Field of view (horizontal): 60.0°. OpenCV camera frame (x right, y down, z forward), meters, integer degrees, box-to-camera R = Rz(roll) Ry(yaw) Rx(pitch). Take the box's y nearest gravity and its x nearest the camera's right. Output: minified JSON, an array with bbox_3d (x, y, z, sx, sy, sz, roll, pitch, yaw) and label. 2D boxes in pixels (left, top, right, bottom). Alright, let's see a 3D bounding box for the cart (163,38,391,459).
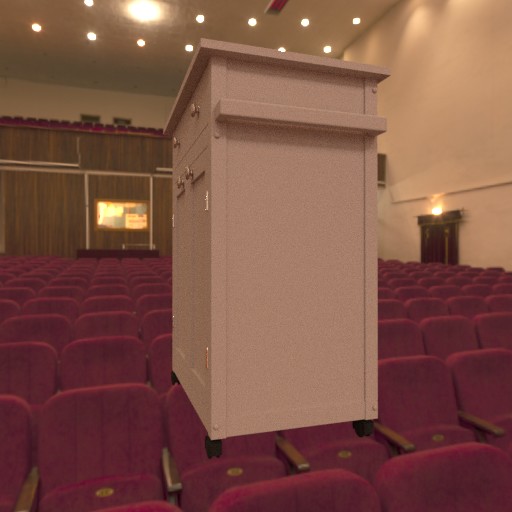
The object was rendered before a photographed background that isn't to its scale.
[{"bbox_3d":[0.000,0.000,1.255,0.442,0.864,0.683,0,0,-18],"label":"cart"}]
